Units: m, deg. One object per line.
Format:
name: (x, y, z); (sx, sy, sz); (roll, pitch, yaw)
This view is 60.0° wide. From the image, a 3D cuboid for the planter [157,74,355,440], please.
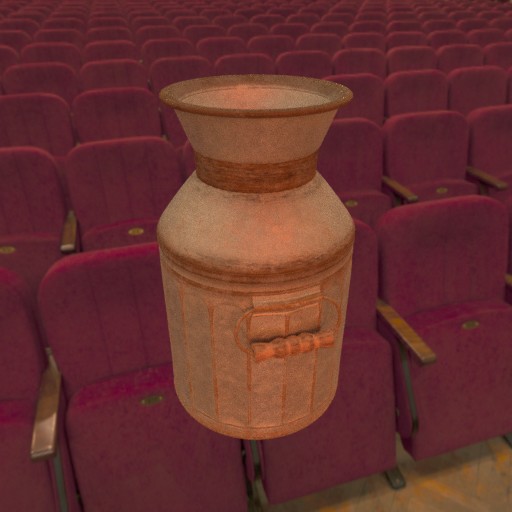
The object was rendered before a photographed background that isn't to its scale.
planter: (0.000, 0.000, 0.500); (0.215, 0.358, 0.248); (-8, 32, -14)
